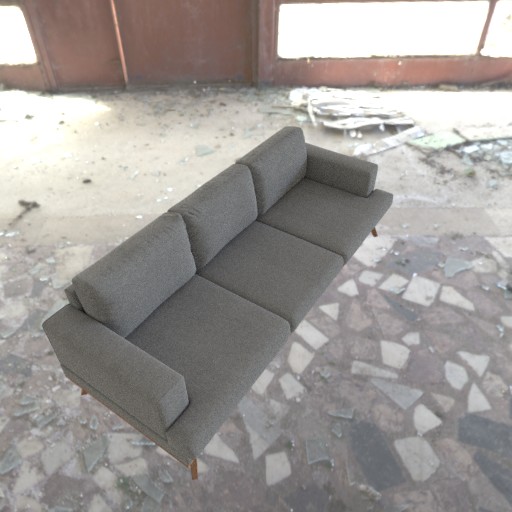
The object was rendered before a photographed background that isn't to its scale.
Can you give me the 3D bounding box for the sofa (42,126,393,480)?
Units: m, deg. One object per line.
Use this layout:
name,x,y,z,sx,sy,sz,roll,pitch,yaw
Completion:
sofa,0.000,0.000,2.726,0.920,0.810,2.310,24,47,25
